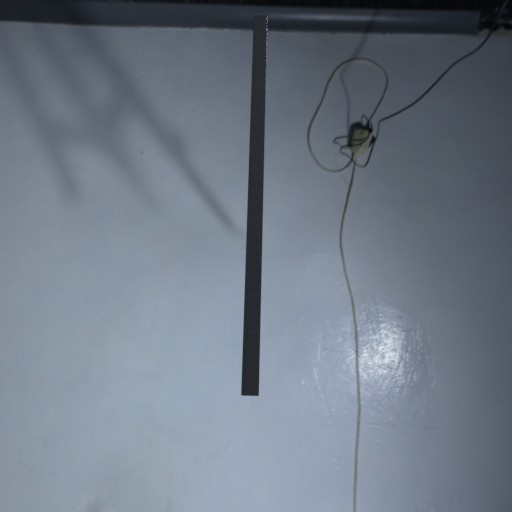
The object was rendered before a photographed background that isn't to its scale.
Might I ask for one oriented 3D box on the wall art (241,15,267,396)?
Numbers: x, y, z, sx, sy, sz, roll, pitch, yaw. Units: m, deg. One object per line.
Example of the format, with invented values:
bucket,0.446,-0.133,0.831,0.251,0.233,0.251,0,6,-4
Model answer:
wall art,0.000,0.000,1.380,0.030,1.046,0.816,1,73,0
